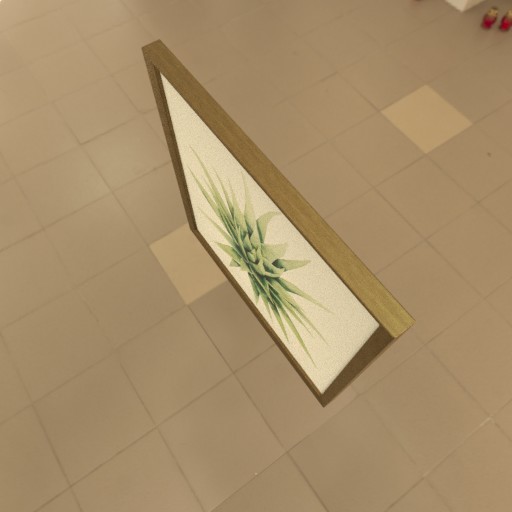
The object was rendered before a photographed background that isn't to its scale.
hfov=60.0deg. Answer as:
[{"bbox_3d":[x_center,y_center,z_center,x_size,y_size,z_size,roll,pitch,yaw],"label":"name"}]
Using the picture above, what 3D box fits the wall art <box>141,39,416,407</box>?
[{"bbox_3d":[0.000,0.000,0.751,0.030,0.506,0.503,-33,68,-15],"label":"wall art"}]
